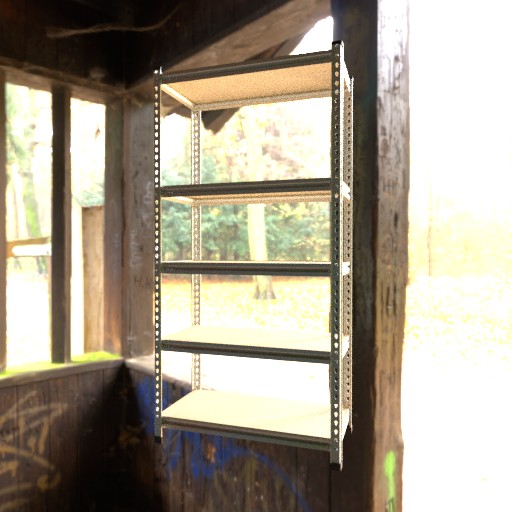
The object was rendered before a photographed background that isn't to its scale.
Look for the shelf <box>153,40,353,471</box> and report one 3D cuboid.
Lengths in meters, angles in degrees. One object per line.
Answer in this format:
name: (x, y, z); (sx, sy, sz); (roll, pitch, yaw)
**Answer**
shelf: (0.000, 0.000, 2.237); (0.914, 1.829, 0.457); (0, 1, 18)
